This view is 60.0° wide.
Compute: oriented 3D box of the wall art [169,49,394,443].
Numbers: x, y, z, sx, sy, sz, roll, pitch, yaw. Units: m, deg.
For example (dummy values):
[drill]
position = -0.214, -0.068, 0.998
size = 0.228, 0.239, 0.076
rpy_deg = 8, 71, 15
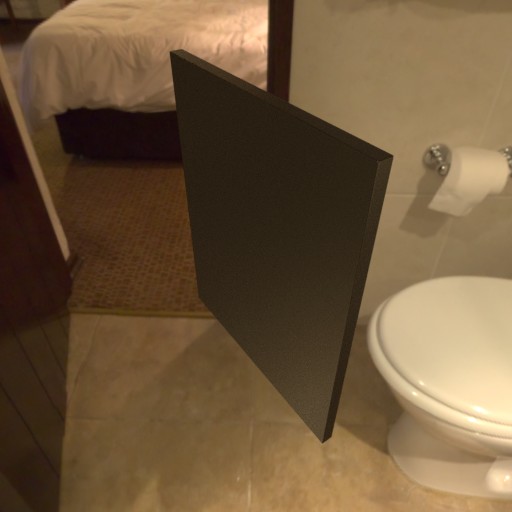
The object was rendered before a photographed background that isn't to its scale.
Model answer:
[wall art]
position = 0.000, 0.000, 1.608
size = 0.053, 1.194, 0.950
rpy_deg = -25, 46, -26
